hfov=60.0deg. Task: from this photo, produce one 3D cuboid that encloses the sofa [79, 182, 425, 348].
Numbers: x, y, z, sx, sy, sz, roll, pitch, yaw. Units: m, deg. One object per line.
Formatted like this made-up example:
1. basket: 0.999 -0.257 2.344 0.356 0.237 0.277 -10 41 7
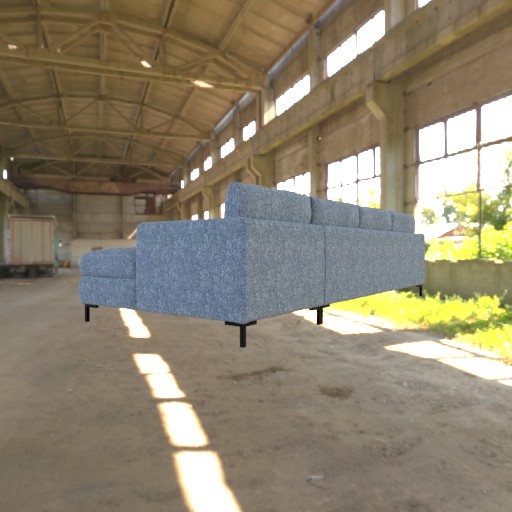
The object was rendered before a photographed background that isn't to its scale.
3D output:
1. sofa: 0.000 0.000 3.540 1.879 0.756 2.737 1 1 37
